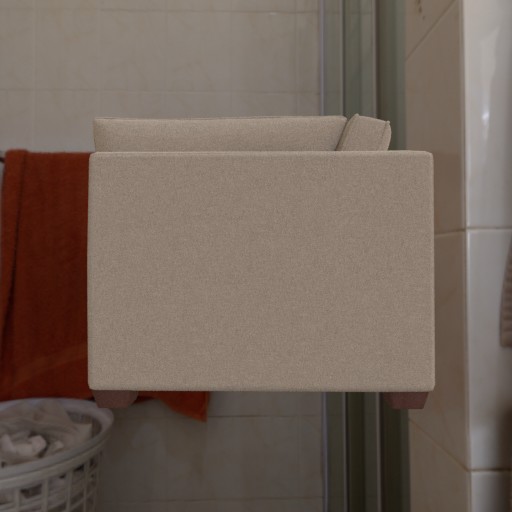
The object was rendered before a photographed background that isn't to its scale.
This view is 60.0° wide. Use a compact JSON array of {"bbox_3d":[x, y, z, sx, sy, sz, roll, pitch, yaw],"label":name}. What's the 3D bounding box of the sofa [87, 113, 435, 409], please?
[{"bbox_3d":[0.000,0.000,1.936,1.146,1.002,1.084,0,-1,0],"label":"sofa"}]
